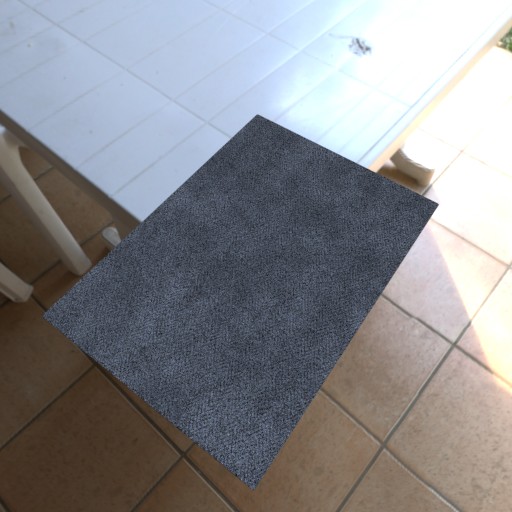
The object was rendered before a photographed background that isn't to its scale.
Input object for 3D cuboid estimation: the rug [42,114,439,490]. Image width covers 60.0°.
[{"bbox_3d":[0.000,0.000,2.926,1.600,0.008,2.235,32,63,18],"label":"rug"}]
